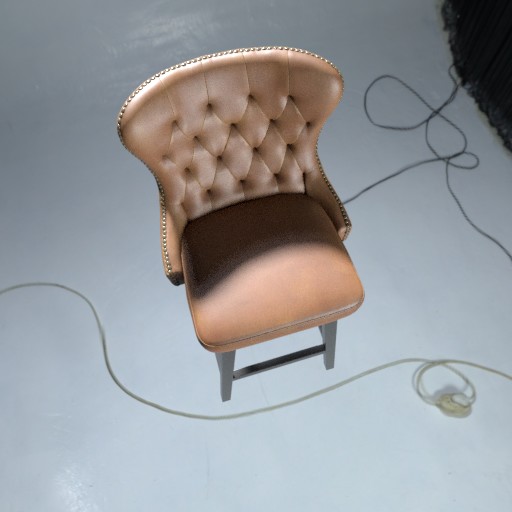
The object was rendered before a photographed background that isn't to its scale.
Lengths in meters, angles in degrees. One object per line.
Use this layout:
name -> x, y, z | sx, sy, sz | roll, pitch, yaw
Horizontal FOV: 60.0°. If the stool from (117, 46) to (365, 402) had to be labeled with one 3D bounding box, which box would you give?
stool -> 0.000, 0.000, 1.306 | 0.528, 0.971, 0.593 | -15, 65, -7
